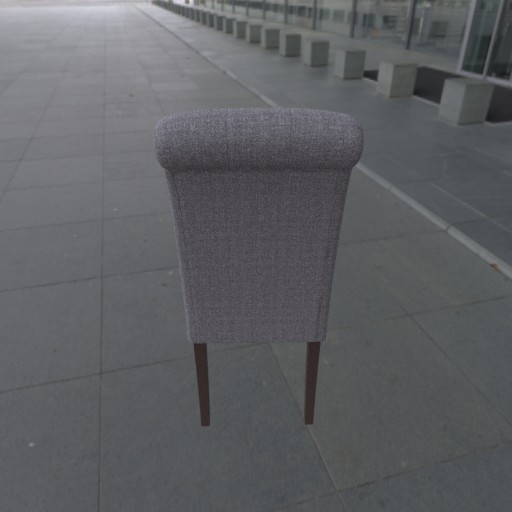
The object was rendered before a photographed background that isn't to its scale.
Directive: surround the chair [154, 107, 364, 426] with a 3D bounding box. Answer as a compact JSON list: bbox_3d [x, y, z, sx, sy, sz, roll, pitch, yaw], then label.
[{"bbox_3d":[0.000,0.000,1.359,0.456,1.006,0.671,-1,31,-1],"label":"chair"}]
